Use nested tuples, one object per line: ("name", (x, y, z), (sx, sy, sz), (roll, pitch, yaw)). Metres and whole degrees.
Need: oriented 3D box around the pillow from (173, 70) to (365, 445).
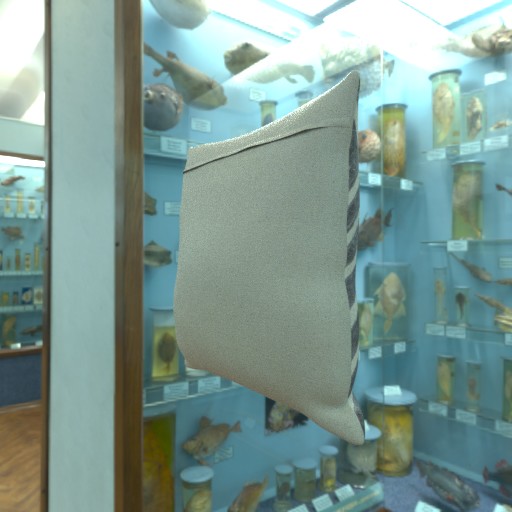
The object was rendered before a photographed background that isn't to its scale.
("pillow", (0.000, 0.000, 0.692), (0.182, 0.441, 0.440), (0, 0, -36))
